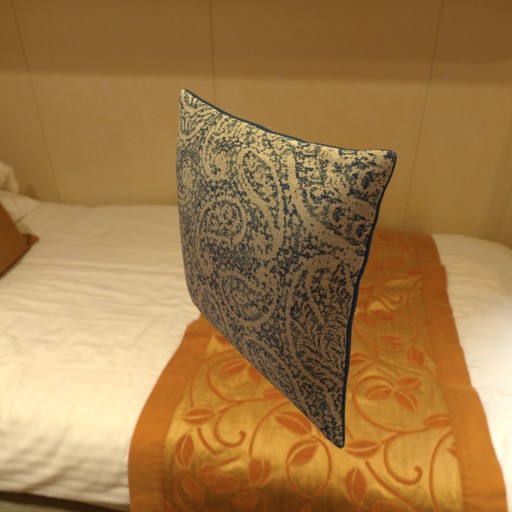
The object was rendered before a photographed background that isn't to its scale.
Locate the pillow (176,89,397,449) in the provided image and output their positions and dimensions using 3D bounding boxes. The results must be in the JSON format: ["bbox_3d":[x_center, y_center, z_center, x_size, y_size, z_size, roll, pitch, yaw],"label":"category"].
[{"bbox_3d":[0.000,0.000,0.805,0.166,0.510,0.523,-20,36,-30],"label":"pillow"}]
